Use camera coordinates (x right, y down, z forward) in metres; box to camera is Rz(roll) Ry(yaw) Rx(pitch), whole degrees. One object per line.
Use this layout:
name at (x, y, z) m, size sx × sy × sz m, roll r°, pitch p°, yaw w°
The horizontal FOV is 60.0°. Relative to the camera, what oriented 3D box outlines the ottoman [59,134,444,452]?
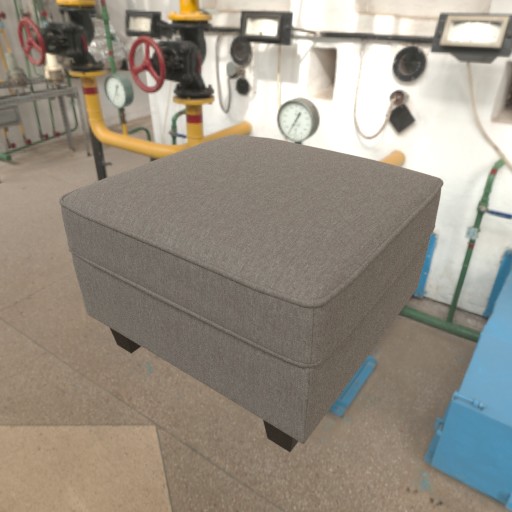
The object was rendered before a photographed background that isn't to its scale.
ottoman at (0.000, 0.000, 1.389) m, size 0.871 × 0.612 × 0.808 m, roll 21°, pitch 37°, yaw 30°
